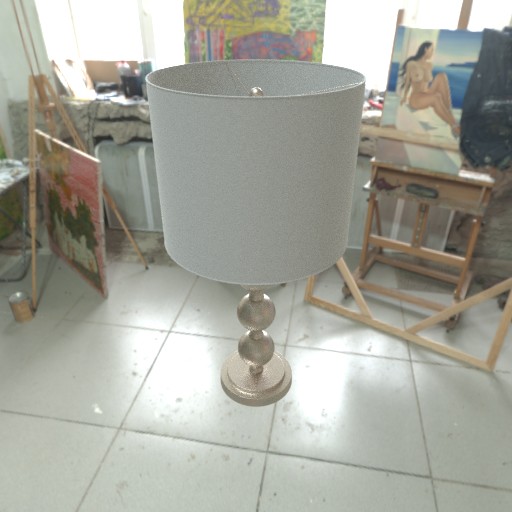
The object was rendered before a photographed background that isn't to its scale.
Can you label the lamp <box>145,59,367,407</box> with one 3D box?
[{"bbox_3d":[0.000,0.000,0.700,0.277,0.538,0.277,-10,33,-17],"label":"lamp"}]
